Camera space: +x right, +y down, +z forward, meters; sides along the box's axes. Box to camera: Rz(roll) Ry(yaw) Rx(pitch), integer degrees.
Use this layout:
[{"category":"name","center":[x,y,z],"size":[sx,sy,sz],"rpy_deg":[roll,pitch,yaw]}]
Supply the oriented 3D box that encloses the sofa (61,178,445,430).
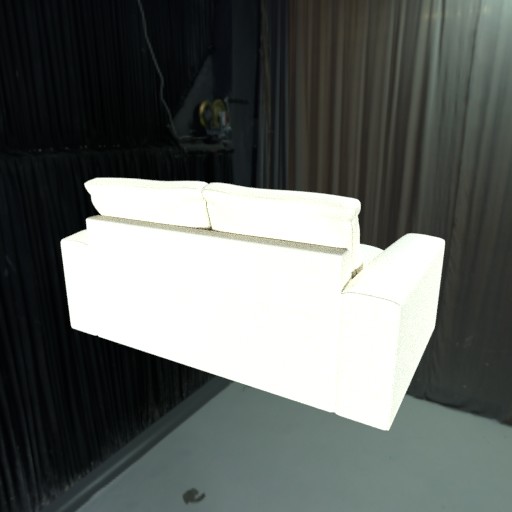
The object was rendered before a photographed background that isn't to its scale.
[{"category":"sofa","center":[0.000,0.000,2.379],"size":[1.754,0.875,1.091],"rpy_deg":[9,19,29]}]
